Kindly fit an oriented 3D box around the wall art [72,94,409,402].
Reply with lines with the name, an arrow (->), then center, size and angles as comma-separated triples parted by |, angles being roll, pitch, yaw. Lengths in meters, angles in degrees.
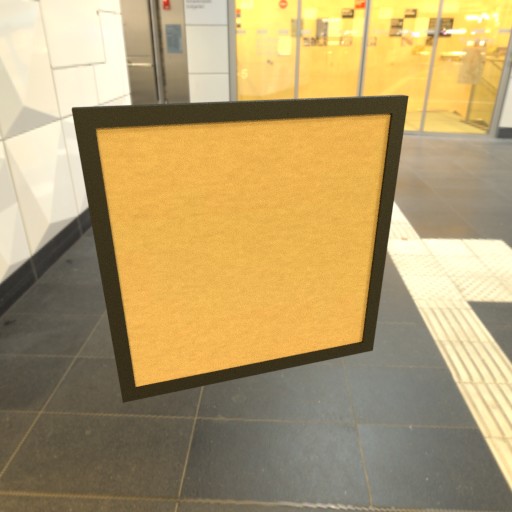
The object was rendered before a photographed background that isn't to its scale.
wall art -> 0.000, 0.000, 0.534 | 0.356, 0.356, 0.013 | -8, 27, -15
